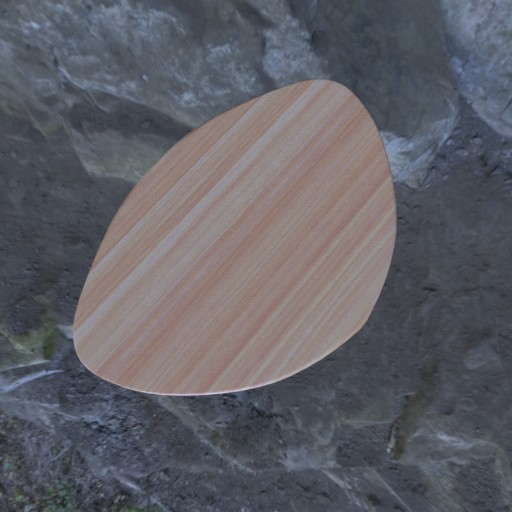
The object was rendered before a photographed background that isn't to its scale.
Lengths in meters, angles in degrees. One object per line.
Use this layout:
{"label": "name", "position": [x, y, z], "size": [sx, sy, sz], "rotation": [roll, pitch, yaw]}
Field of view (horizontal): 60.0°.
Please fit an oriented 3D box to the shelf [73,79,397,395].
{"label": "shelf", "position": [0.000, 0.000, 1.606], "size": [0.845, 0.440, 1.246], "rotation": [39, 78, 10]}
